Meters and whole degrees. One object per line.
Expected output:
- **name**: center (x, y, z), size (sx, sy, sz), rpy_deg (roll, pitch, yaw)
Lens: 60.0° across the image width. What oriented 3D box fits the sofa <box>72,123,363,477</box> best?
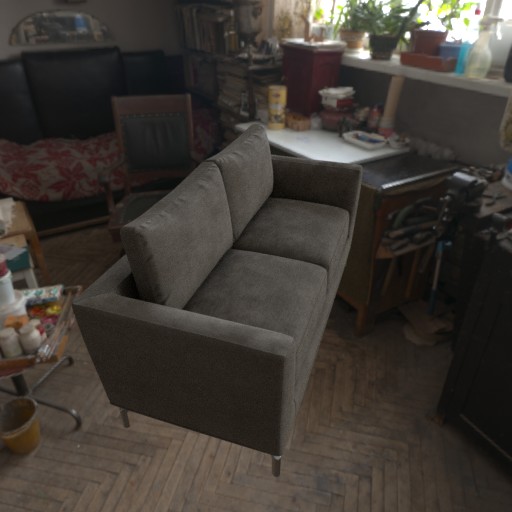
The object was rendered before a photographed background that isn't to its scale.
- **sofa**: center (0.000, 0.000, 2.386), size (0.855, 1.013, 1.832), rpy_deg (10, 34, 16)
